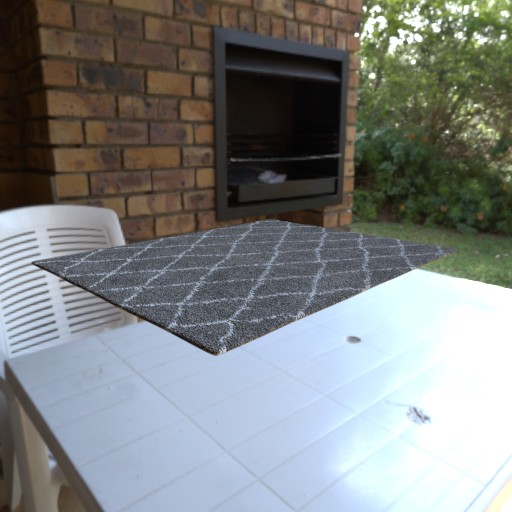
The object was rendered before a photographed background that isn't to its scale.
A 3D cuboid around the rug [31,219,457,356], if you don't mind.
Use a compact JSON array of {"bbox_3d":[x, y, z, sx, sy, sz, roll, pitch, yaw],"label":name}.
[{"bbox_3d":[0.000,0.000,4.027,2.438,0.029,3.047,14,20,43],"label":"rug"}]
